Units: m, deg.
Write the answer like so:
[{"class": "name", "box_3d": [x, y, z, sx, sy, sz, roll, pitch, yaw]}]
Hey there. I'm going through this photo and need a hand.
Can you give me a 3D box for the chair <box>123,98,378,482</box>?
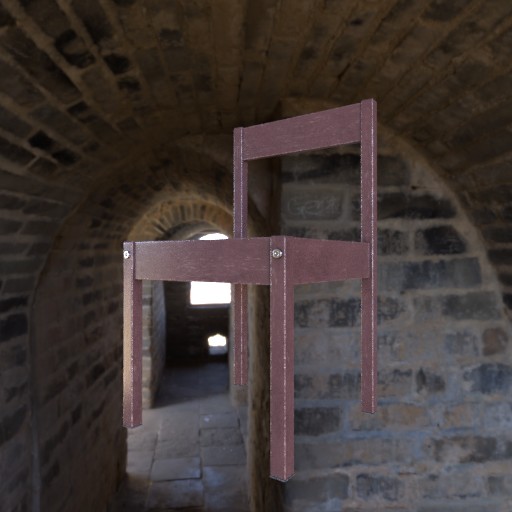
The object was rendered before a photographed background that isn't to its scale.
[{"class": "chair", "box_3d": [0.000, 0.000, 0.690, 0.285, 0.505, 0.285, 0, 0, 36]}]
